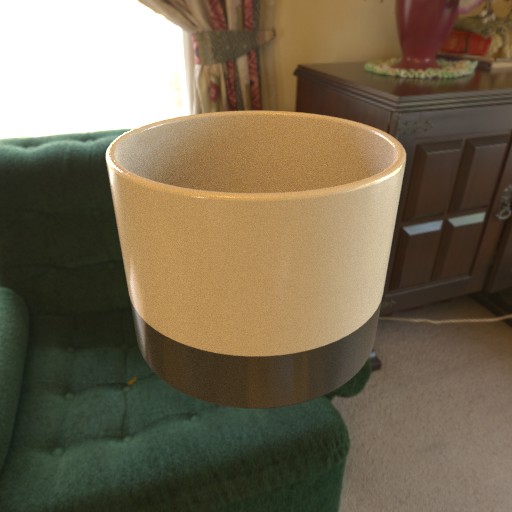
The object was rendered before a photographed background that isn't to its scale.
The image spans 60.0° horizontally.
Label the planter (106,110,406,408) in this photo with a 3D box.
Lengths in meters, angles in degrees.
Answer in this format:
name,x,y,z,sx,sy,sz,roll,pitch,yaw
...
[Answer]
name,x,y,z,sx,sy,sz,roll,pitch,yaw
planter,0.000,0.000,0.339,0.193,0.177,0.193,0,30,0
